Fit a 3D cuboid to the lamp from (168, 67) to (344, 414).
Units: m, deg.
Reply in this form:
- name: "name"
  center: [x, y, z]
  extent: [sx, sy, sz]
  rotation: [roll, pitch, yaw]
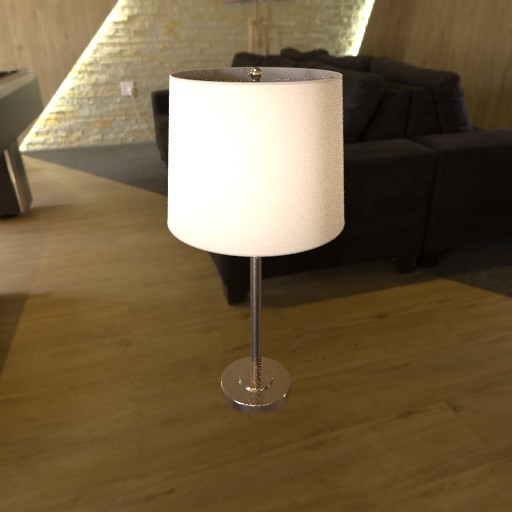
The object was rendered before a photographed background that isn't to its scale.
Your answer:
- name: "lamp"
  center: [0.000, 0.000, 0.885]
  extent: [0.333, 0.696, 0.333]
  rotation: [0, 27, 0]
